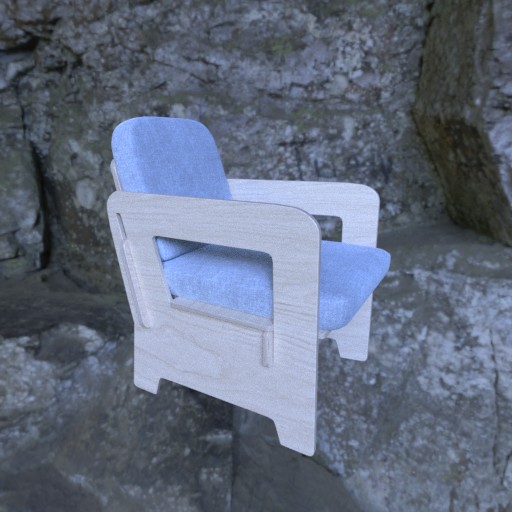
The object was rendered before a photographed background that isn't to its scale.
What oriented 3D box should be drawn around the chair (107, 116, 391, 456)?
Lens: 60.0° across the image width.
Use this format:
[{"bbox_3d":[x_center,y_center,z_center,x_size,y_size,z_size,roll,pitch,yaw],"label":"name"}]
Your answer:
[{"bbox_3d":[0.000,0.000,1.321,0.710,0.800,0.590,7,16,26],"label":"chair"}]
